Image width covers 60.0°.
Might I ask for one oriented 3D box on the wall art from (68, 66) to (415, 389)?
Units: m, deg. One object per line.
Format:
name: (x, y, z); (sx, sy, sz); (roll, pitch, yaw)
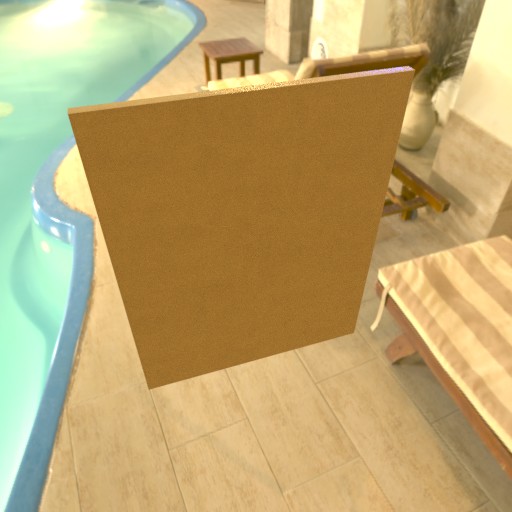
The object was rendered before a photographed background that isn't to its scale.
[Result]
wall art: (0.000, 0.000, 1.318); (0.798, 1.002, 0.030); (-12, 43, -14)
